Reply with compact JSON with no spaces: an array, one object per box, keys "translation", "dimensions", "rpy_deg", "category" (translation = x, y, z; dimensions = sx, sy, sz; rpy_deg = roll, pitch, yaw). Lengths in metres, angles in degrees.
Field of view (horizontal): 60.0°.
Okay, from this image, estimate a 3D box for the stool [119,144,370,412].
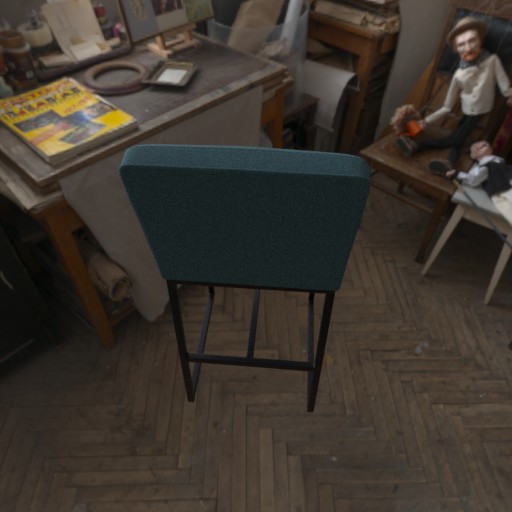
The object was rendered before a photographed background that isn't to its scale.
[{"translation":[0.000,0.000,1.323],"dimensions":[0.460,1.040,0.560],"rpy_deg":[4,46,3],"category":"stool"}]
